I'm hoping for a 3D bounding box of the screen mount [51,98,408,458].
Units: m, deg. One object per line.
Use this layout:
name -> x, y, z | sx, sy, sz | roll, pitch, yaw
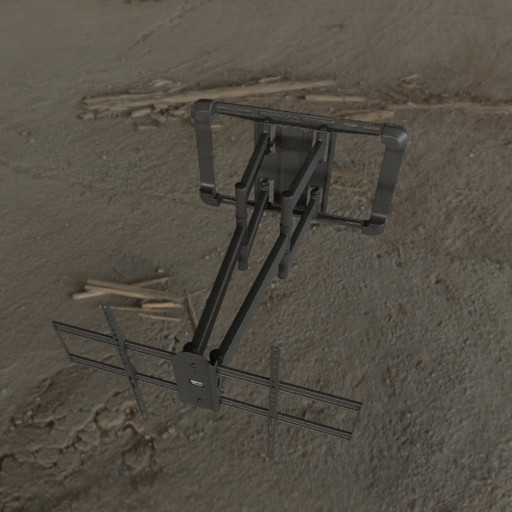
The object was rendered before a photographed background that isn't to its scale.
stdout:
screen mount -> 0.000, 0.000, 1.292 | 0.725, 0.483, 0.905 | 12, 45, 12
